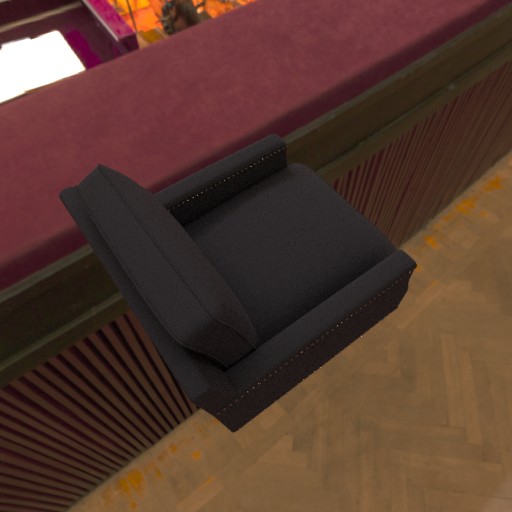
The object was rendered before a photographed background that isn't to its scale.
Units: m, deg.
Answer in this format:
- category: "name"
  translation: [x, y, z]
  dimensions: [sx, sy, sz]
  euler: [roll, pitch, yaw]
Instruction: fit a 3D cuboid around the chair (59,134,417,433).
- category: "chair"
  translation: [0.000, 0.000, 1.719]
  dimensions: [1.014, 0.943, 0.853]
  euler: [-32, 63, -18]
